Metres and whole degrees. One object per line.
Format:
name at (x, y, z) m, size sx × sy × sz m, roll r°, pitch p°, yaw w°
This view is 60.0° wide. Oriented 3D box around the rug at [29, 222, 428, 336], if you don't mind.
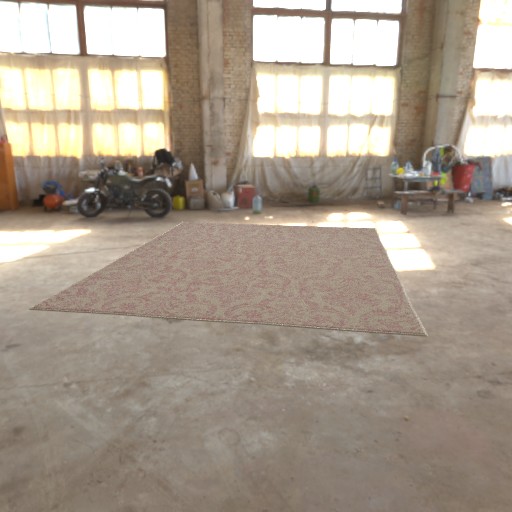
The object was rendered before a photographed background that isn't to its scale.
rug at (0.000, 0.000, 3.979) m, size 2.363 × 0.012 × 2.980 m, roll 2°, pitch 15°, yaw 9°
